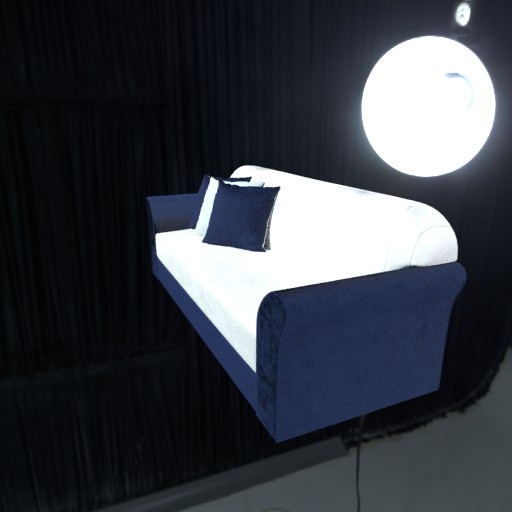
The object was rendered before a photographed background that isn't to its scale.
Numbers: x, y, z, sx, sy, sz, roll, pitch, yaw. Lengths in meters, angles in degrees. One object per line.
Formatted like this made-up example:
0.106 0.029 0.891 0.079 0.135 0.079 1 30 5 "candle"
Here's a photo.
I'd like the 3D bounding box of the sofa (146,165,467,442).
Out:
0.000 0.000 2.362 0.749 0.789 2.006 -8 19 -24 "sofa"
